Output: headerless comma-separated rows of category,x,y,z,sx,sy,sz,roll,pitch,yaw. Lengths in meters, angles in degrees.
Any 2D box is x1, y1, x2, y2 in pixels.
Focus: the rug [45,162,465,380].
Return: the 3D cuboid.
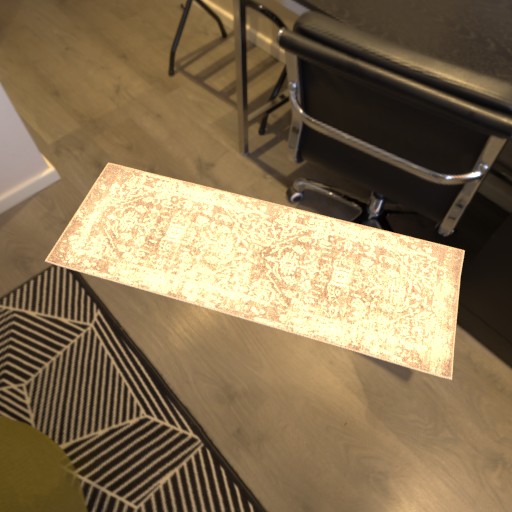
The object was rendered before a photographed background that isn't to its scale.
rug,0.000,0.000,2.732,2.452,0.017,0.855,15,60,9
